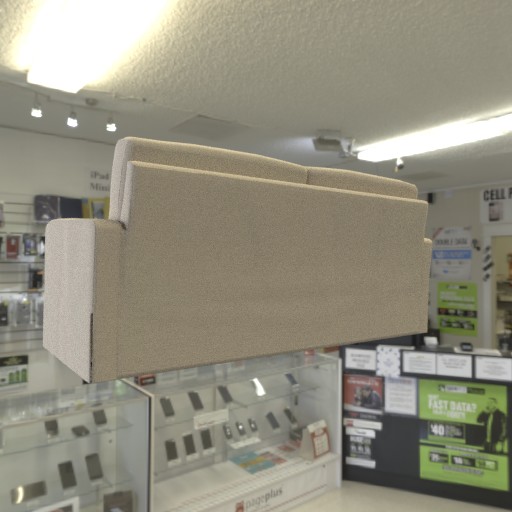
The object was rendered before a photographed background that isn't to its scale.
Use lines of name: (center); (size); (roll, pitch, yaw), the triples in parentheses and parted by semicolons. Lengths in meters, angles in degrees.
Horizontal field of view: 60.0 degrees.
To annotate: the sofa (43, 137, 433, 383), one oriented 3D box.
sofa: (0.000, 0.000, 2.218); (1.808, 0.831, 0.894); (1, -1, -35)
